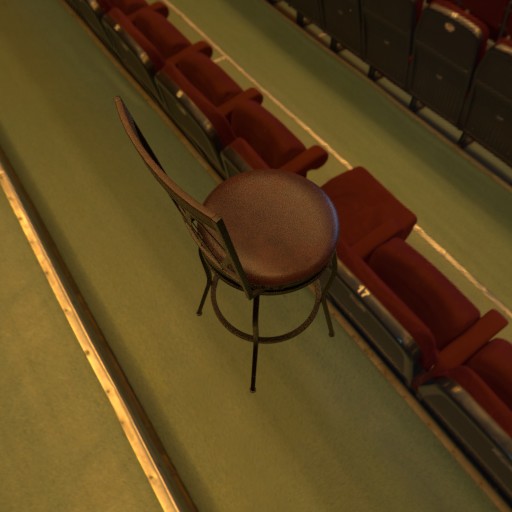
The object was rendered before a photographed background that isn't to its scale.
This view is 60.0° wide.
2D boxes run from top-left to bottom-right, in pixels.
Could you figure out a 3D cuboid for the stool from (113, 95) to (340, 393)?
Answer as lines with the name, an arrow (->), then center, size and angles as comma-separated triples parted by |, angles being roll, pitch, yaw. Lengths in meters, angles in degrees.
stool -> 0.000, 0.000, 1.407 | 0.521, 1.134, 0.432 | -30, 62, -18
